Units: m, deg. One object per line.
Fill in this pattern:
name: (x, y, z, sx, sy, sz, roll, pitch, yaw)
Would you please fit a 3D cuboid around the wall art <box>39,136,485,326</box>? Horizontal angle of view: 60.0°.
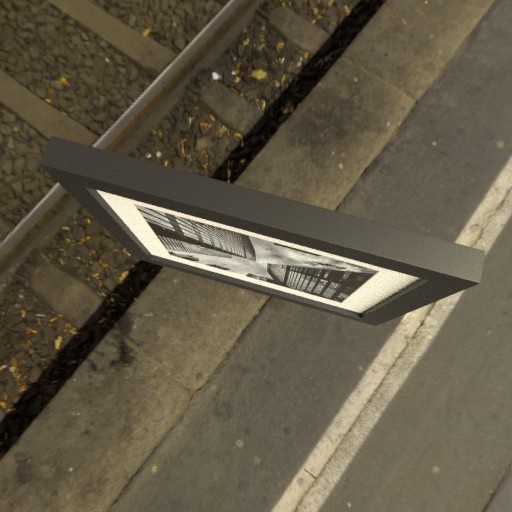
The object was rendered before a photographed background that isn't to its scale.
wall art: (0.000, 0.000, 0.526, 0.381, 0.321, 0.028, 15, 76, 4)
